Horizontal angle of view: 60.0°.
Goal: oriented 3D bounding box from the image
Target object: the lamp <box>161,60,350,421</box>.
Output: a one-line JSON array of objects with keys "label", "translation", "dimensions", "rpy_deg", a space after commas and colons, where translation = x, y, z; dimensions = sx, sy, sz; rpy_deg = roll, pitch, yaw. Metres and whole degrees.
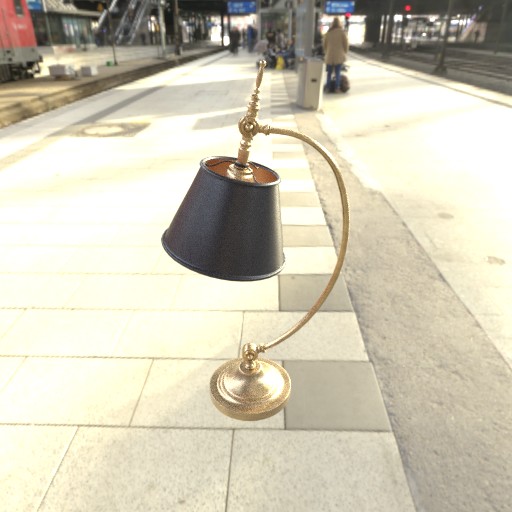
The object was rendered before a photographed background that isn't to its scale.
[{"label": "lamp", "translation": [0.000, 0.000, 0.834], "dimensions": [0.344, 0.675, 0.235], "rpy_deg": [0, 27, 0]}]
